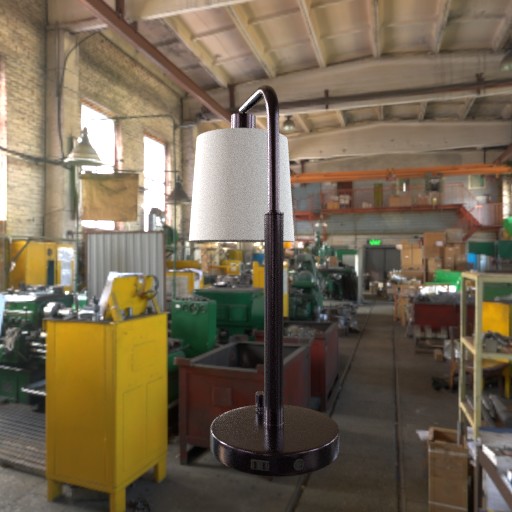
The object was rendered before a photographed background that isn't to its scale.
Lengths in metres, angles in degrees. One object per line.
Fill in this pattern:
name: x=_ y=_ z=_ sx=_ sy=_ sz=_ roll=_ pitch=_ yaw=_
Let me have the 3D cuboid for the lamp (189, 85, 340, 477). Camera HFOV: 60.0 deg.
lamp: x=0.000 y=0.000 z=0.649 sx=0.171 sy=0.489 sz=0.333 roll=0 pitch=0 yaw=-17
